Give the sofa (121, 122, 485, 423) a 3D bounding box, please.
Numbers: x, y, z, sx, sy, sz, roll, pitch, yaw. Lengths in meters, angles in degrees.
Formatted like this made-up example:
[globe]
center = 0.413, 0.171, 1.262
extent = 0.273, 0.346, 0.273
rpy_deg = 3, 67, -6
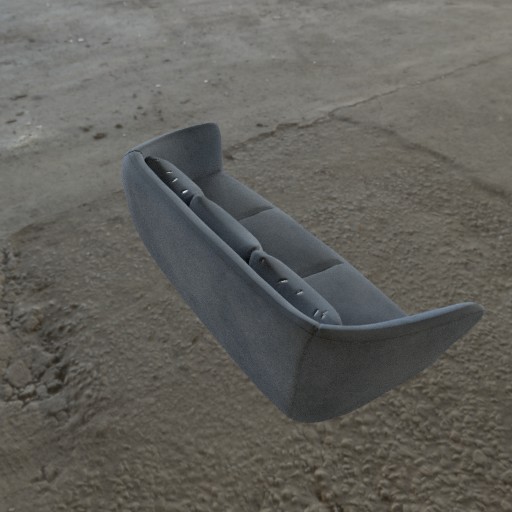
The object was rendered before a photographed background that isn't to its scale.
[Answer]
[sofa]
center = 0.000, 0.000, 2.431
extent = 0.849, 0.795, 2.095
rpy_deg = -25, 47, -26
